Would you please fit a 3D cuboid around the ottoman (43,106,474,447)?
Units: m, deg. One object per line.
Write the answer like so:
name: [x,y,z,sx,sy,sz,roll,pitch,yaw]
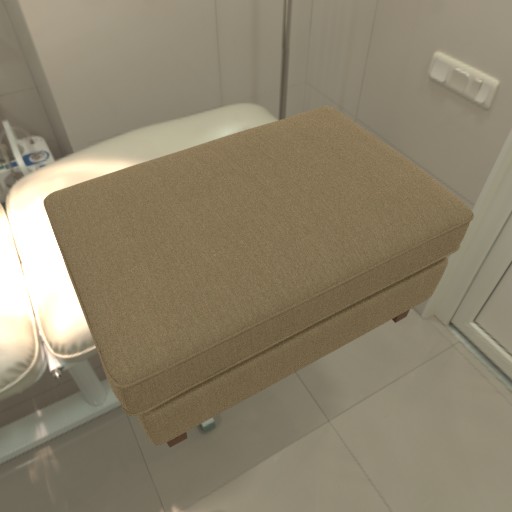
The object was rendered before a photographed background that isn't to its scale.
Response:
ottoman: [0.000,0.000,1.261,0.945,0.521,0.636,-23,52,-20]
